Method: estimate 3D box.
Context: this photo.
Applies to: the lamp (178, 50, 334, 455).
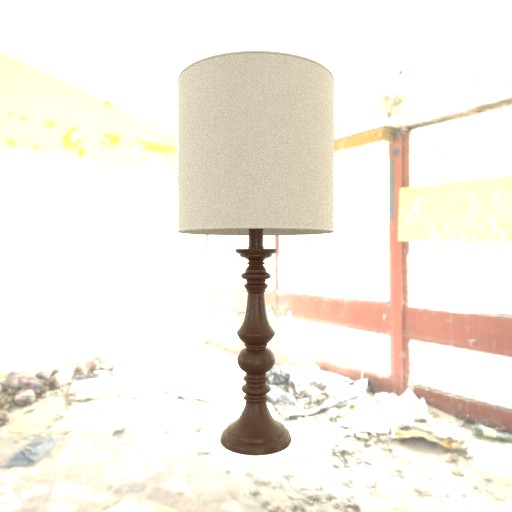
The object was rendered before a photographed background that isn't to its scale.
[{"bbox_3d":[0.000,0.000,0.720,0.250,0.597,0.250,0,0,-19],"label":"lamp"}]
